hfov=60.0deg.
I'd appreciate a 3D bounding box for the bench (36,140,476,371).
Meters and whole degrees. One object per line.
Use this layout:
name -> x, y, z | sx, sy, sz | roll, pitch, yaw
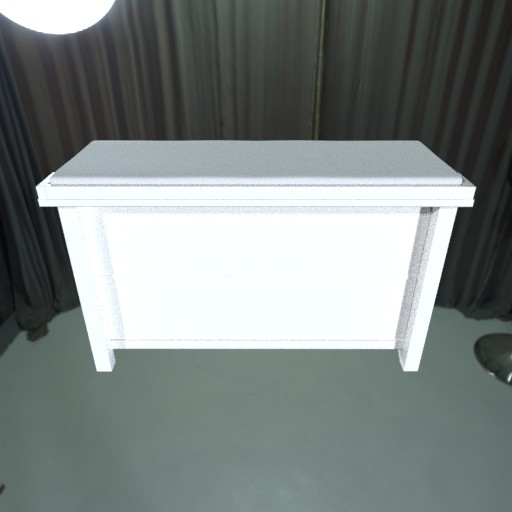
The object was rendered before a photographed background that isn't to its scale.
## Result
bench -> 0.000, 0.000, 1.274 | 0.987, 0.589, 0.346 | 0, 30, 0
